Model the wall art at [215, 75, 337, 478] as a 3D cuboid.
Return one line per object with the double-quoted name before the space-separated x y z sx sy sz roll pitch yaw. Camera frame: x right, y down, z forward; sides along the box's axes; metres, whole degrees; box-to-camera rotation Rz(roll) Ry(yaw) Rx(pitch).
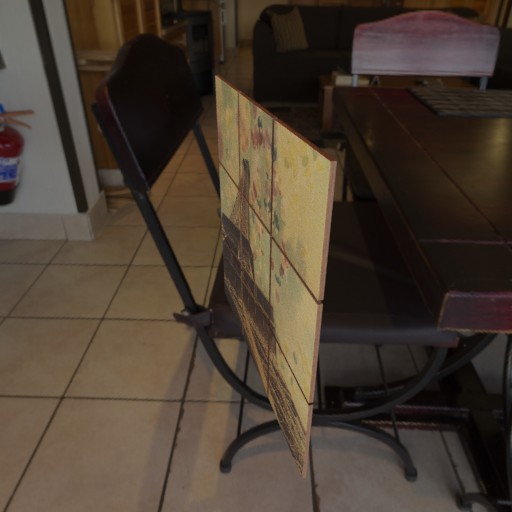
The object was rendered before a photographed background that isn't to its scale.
"wall art" 0.000 0.000 1.875 0.017 1.246 1.256 -9 32 -14
